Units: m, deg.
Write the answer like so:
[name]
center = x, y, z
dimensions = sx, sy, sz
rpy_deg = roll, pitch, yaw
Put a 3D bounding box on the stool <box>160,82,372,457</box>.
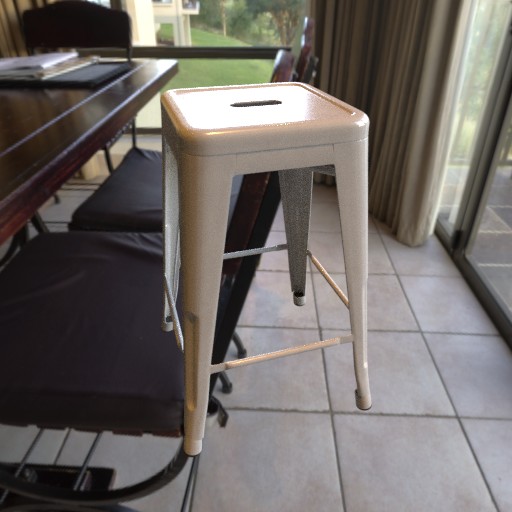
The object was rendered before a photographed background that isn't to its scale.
[stool]
center = 0.000, 0.000, 0.903
dimensions = 0.406, 0.610, 0.406
rpy_deg = -9, 33, -14
